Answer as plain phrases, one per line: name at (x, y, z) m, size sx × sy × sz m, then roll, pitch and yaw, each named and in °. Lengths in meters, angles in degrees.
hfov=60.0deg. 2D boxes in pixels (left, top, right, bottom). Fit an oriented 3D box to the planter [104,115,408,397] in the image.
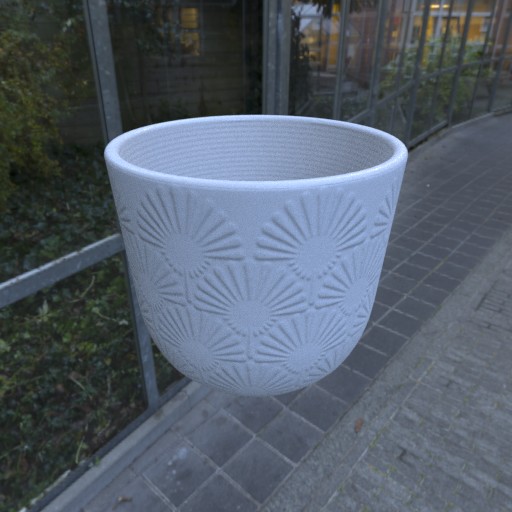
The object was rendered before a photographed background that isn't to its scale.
planter at (0.000, 0.000, 0.292) m, size 0.170 × 0.152 × 0.170 m, roll 0°, pitch 27°, yaw 0°
